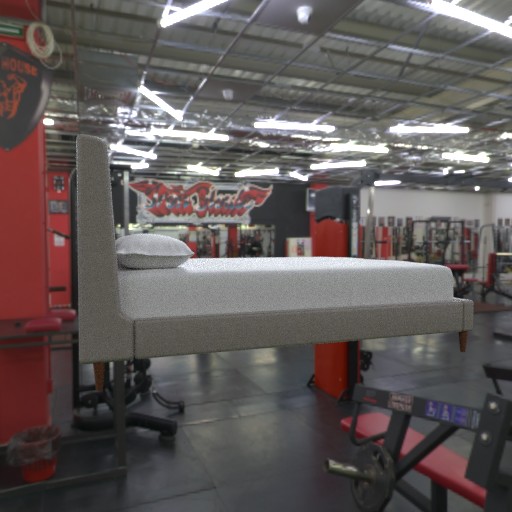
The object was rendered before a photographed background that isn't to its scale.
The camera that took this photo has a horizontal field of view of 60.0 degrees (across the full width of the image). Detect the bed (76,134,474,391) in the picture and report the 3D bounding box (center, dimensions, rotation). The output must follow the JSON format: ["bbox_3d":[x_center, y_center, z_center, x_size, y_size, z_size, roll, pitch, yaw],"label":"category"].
[{"bbox_3d":[0.000,0.000,3.082,2.232,1.147,1.656,-1,2,-19],"label":"bed"}]
